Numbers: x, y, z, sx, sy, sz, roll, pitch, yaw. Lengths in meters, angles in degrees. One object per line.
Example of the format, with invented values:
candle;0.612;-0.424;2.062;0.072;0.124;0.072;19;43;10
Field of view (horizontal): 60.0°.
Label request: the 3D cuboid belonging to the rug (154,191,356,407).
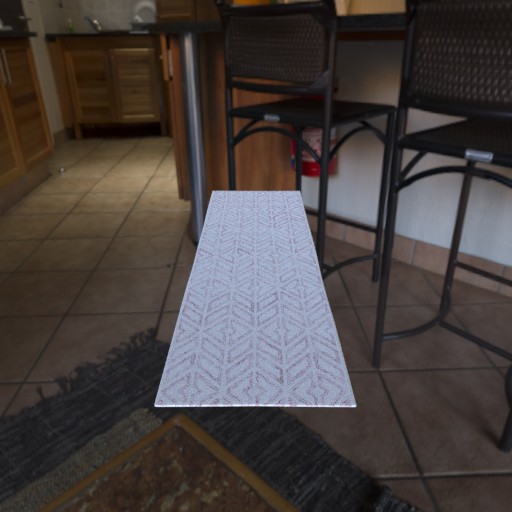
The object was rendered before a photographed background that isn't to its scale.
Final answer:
rug;0.000;0.000;2.722;0.750;0.009;2.435;0;27;0
